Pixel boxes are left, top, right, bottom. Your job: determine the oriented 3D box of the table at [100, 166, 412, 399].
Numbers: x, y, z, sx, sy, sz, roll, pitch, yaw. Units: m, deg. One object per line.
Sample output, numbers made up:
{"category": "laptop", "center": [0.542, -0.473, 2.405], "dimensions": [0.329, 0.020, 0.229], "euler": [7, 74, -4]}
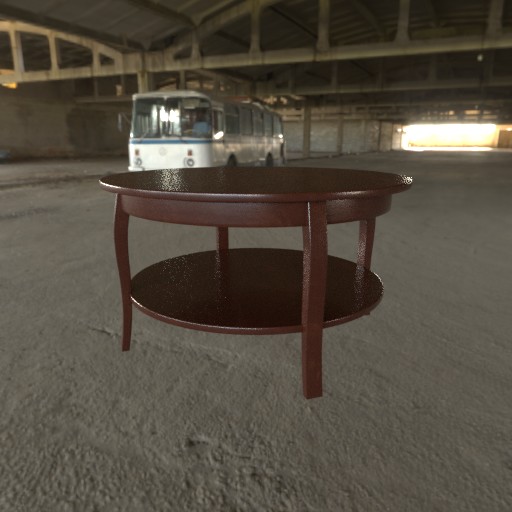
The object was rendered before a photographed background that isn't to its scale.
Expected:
{"category": "table", "center": [0.000, 0.000, 1.428], "dimensions": [0.911, 0.512, 0.911], "euler": [0, 15, 0]}
